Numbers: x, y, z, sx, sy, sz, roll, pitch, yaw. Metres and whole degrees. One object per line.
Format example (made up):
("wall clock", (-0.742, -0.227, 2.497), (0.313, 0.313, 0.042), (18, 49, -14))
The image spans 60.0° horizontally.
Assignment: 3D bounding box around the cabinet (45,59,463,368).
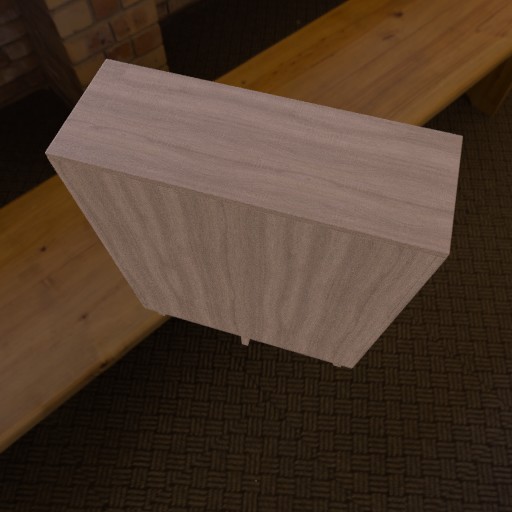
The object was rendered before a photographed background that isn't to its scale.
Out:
("cabinet", (0.000, 0.000, 1.867), (1.111, 1.388, 0.398), (15, 64, 7))
